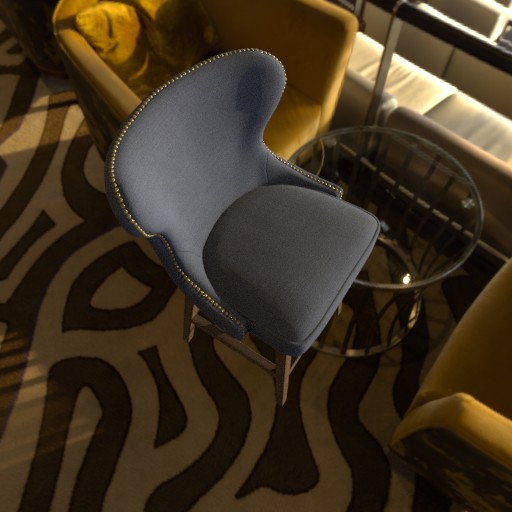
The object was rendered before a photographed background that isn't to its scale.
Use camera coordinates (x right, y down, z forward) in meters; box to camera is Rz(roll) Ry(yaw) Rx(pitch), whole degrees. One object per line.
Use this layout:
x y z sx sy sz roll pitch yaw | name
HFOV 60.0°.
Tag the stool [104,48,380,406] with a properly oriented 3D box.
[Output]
0.000 0.000 1.361 0.597 0.972 0.615 29 62 17 | stool
